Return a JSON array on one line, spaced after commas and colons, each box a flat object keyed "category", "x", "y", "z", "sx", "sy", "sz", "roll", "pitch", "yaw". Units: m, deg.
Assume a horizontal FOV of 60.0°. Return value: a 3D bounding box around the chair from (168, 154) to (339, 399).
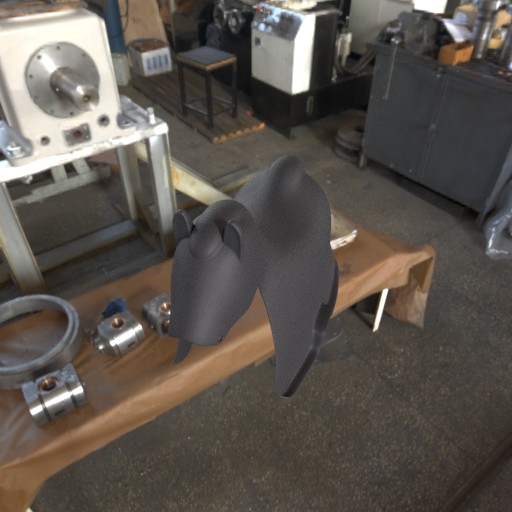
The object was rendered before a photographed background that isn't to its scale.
[{"category": "chair", "x": 0.000, "y": 0.000, "z": 1.190, "sx": 0.429, "sy": 0.612, "sz": 0.800, "roll": 13, "pitch": 42, "yaw": 15}]
